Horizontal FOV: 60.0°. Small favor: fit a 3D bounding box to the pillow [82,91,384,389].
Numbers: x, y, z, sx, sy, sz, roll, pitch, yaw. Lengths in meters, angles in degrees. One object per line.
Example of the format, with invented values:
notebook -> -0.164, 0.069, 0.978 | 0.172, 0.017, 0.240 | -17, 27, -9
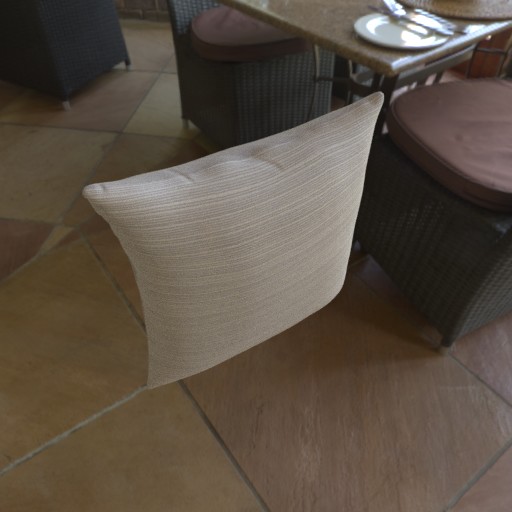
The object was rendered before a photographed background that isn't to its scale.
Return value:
pillow -> 0.000, 0.000, 0.812 | 0.512, 0.497, 0.204 | -25, 50, -22
